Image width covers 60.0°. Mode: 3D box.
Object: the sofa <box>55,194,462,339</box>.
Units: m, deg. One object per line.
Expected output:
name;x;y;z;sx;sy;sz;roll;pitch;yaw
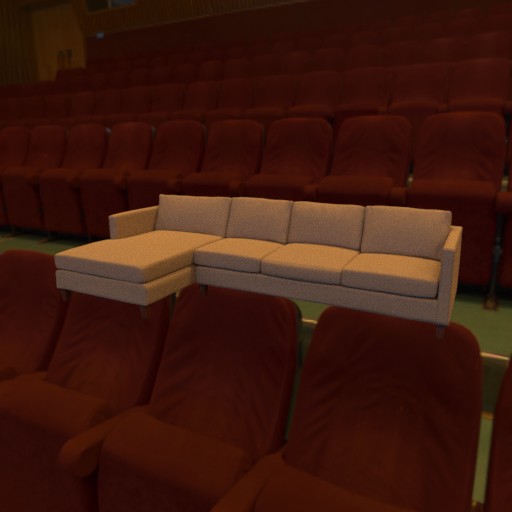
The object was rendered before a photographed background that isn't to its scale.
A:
sofa;0.000;0.000;3.864;3.186;0.846;1.625;7;16;26
